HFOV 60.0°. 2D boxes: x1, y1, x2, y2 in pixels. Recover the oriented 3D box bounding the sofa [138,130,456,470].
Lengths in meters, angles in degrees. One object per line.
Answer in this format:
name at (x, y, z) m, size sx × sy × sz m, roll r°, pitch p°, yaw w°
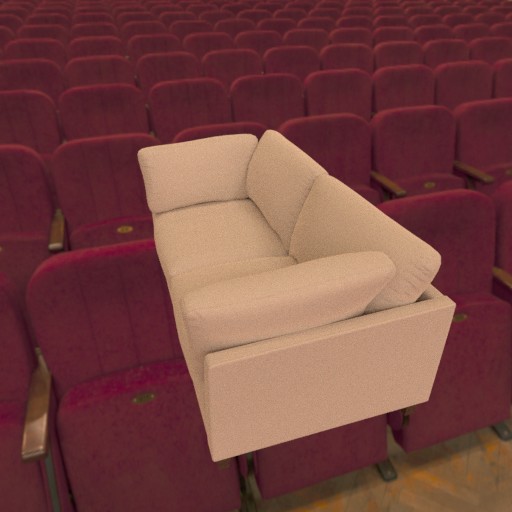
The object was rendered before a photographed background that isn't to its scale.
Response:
sofa at (0.000, 0.000, 2.274) m, size 0.970 × 0.836 × 1.776 m, roll -9°, pitch 32°, yaw -15°
